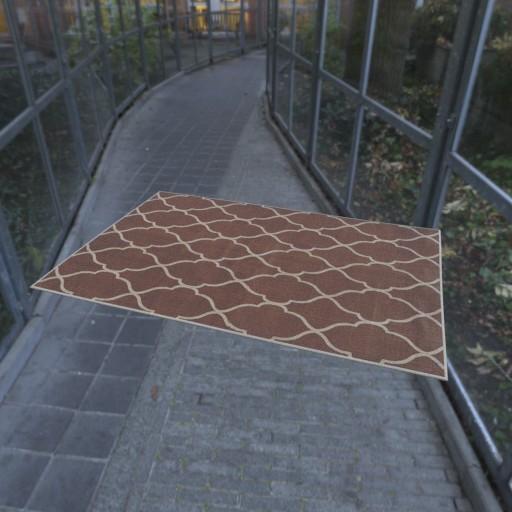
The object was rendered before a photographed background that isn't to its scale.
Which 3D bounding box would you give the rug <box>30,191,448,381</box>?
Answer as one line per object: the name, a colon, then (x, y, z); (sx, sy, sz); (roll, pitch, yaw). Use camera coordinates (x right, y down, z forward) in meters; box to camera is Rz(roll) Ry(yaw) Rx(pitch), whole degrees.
rug: (0.000, 0.000, 2.887); (2.294, 0.014, 1.528); (10, 32, 16)
